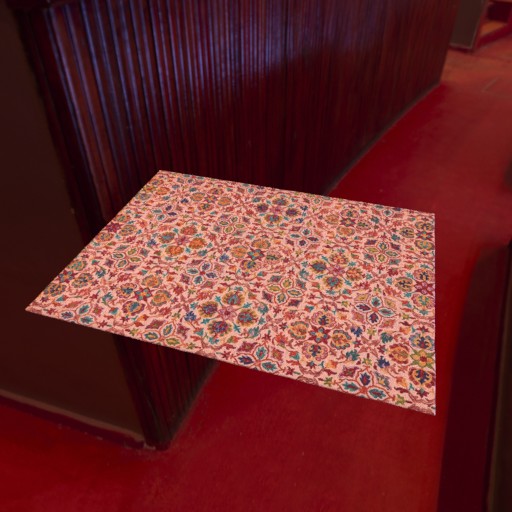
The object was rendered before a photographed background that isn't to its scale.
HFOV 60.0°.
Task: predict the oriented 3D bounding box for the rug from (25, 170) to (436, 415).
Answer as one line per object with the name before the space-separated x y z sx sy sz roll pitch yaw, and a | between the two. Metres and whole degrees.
rug | 0.000 0.000 4.168 3.215 0.020 2.446 11 41 13
